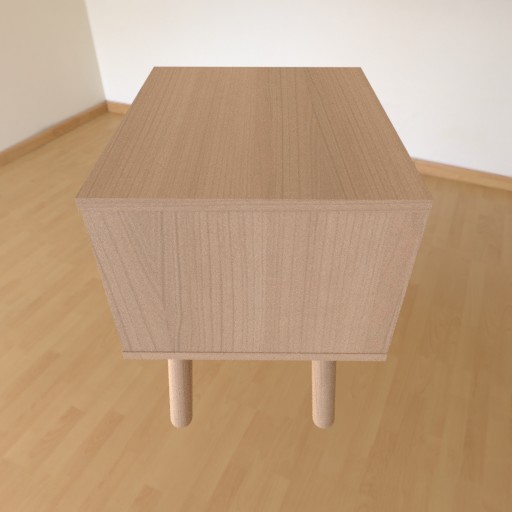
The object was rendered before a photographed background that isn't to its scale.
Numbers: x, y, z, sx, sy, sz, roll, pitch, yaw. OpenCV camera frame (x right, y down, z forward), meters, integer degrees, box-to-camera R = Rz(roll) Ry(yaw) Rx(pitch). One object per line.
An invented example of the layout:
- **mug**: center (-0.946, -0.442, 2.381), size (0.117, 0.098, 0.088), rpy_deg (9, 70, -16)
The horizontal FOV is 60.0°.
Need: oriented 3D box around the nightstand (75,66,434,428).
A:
- **nightstand**: center (0.000, 0.000, 0.811), size (0.380, 0.530, 0.450), rpy_deg (0, 40, 0)
